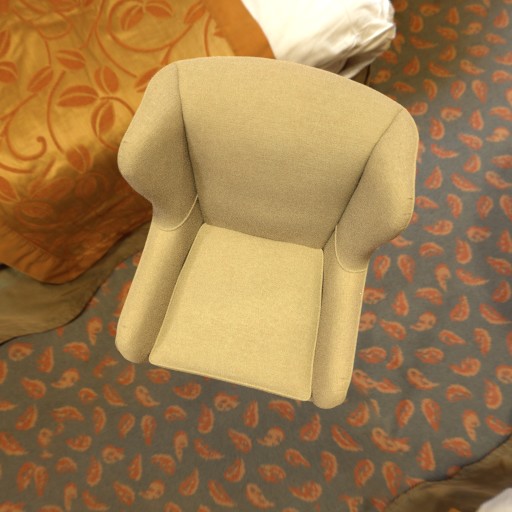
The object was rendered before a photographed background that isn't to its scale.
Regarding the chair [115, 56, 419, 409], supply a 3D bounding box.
[{"bbox_3d":[0.000,0.000,1.675,0.838,1.040,0.966,13,76,3],"label":"chair"}]
